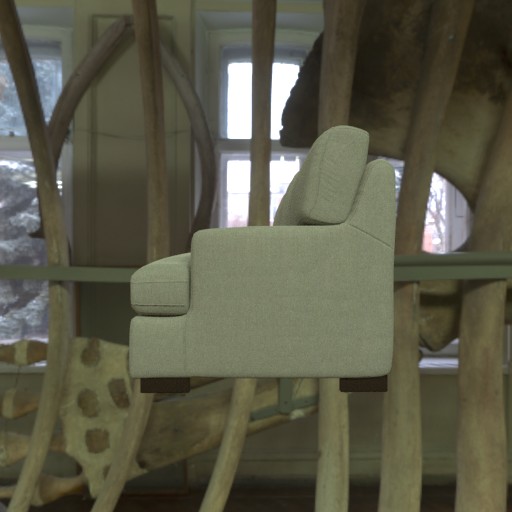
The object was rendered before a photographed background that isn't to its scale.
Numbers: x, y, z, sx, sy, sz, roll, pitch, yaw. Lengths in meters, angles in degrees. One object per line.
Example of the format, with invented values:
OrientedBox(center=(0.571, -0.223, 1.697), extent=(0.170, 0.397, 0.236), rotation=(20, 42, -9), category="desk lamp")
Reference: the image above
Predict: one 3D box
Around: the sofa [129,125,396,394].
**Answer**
OrientedBox(center=(0.000, 0.000, 2.467), extent=(0.962, 0.980, 1.855), rotation=(0, 0, -1), category="sofa")
